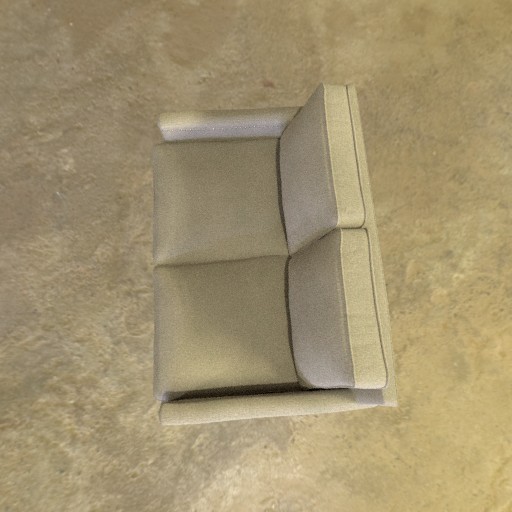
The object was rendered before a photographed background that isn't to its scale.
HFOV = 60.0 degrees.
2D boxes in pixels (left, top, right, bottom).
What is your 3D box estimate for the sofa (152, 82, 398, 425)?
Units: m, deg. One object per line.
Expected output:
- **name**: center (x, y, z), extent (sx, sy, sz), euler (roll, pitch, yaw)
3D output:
- **sofa**: center (0.000, 0.000, 2.301), extent (1.084, 1.003, 1.597), euler (-3, 75, -1)
